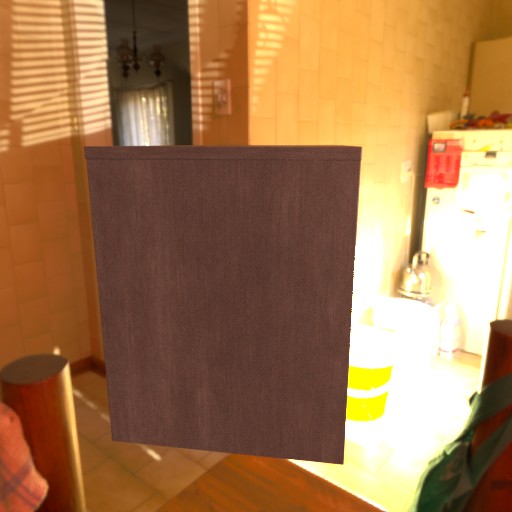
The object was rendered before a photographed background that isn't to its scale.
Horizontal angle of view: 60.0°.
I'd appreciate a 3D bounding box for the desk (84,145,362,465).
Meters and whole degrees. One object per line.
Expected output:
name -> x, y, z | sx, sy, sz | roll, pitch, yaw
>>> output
desk -> 0.000, 0.000, 1.551 | 0.600, 0.750, 1.100 | 2, 14, 8
